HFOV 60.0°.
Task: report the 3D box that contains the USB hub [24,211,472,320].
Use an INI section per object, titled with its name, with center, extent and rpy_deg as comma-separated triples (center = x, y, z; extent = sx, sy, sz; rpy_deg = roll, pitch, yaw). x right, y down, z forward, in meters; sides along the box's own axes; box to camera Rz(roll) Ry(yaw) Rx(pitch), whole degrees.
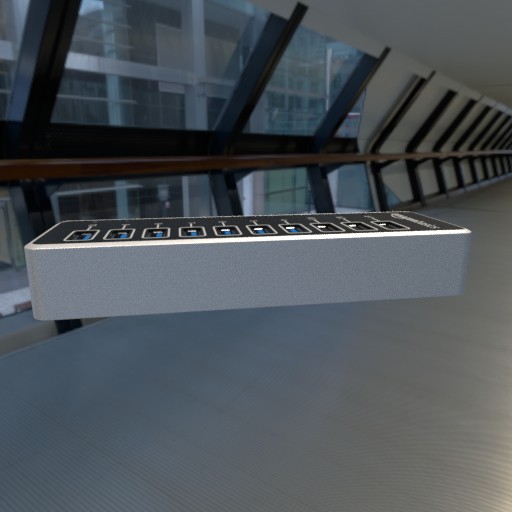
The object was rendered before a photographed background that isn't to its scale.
[USB hub]
center = 0.000, 0.000, 0.162
extent = 0.145, 0.023, 0.044
rpy_deg = -2, 15, -9
